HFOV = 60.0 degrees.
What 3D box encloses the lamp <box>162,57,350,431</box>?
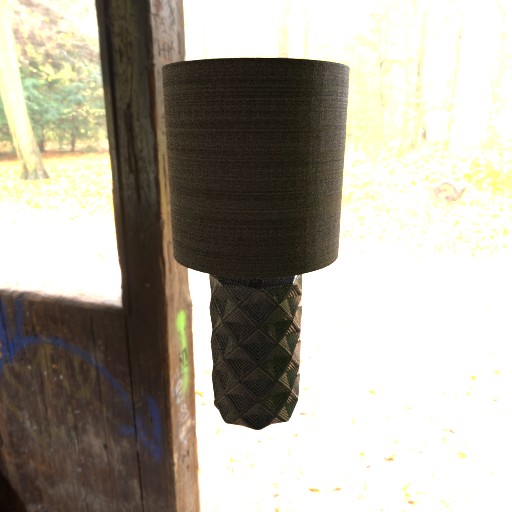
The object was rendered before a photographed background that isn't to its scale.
[{"bbox_3d":[0.000,0.000,0.727,0.268,0.566,0.269,-3,17,-9],"label":"lamp"}]
